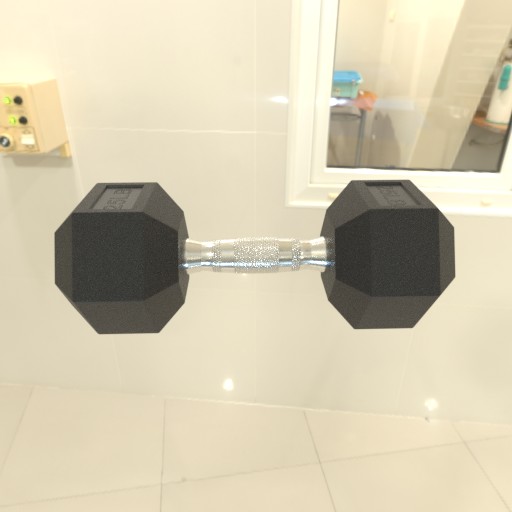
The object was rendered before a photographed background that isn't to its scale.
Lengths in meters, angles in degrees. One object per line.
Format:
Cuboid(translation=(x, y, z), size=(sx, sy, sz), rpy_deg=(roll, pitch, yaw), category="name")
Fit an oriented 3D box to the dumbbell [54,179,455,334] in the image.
Cuboid(translation=(0.000, 0.000, 0.382), size=(0.315, 0.113, 0.129), rpy_deg=(-1, 29, -2), category="dumbbell")
